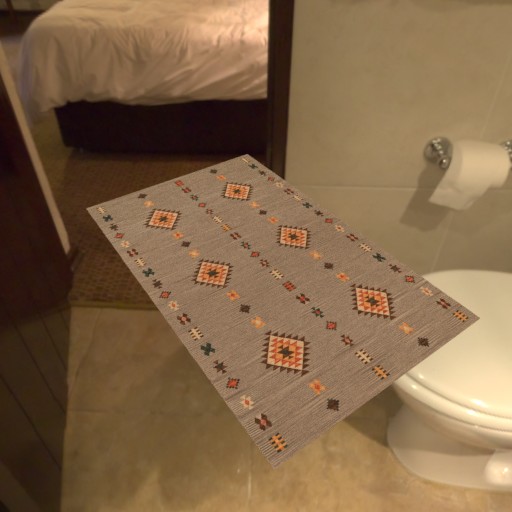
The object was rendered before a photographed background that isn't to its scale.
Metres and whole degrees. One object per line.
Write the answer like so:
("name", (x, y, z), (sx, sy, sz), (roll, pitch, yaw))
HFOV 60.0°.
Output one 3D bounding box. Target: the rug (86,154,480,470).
("rug", (0.000, 0.000, 3.022), (1.515, 0.007, 2.427), (-25, 47, -26))
